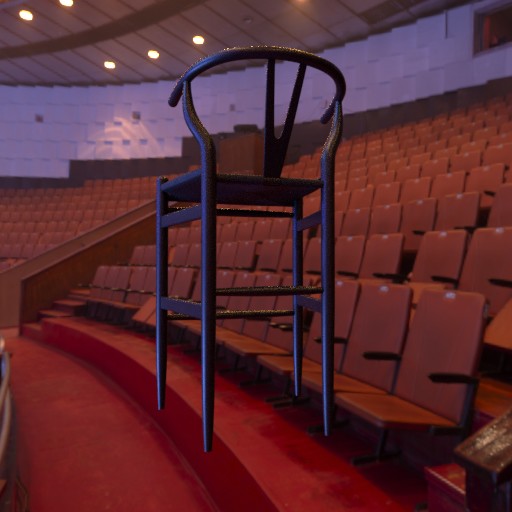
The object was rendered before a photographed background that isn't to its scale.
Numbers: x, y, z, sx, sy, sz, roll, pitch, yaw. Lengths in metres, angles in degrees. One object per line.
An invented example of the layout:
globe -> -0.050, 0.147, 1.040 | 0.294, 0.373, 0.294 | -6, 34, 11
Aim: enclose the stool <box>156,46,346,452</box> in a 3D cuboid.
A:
stool -> 0.000, 0.000, 1.408 | 0.569, 1.072, 0.579 | 0, -1, -18
